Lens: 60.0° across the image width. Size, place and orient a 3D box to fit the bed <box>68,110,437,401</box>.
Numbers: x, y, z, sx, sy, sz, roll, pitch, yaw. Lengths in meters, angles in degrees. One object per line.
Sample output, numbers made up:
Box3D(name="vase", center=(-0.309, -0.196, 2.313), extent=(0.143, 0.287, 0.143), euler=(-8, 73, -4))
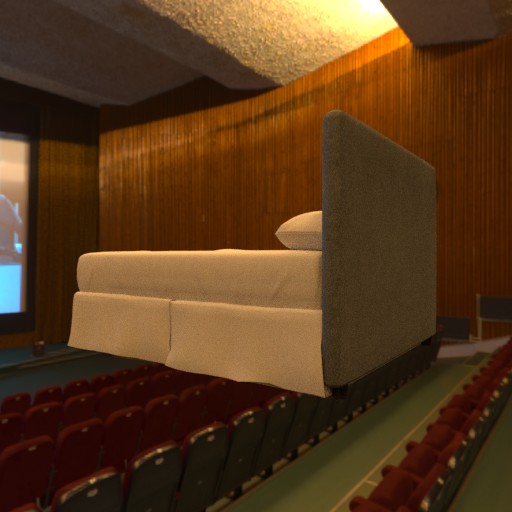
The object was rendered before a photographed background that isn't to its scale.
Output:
Box3D(name="bed", center=(0.000, 0.000, 3.227), extent=(2.142, 1.330, 1.713), euler=(0, 0, 36))
